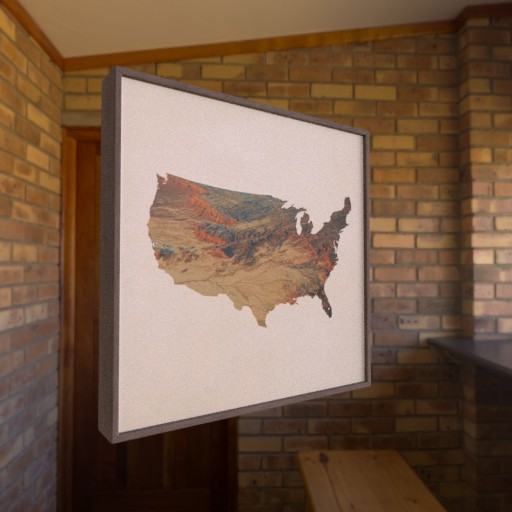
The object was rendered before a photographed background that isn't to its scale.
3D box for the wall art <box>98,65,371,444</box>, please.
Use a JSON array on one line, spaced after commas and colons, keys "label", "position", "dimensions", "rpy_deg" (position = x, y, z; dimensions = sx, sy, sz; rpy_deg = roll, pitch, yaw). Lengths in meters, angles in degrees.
[{"label": "wall art", "position": [0.000, 0.000, 0.454], "dimensions": [0.303, 0.302, 0.038], "rpy_deg": [1, -2, -35]}]
